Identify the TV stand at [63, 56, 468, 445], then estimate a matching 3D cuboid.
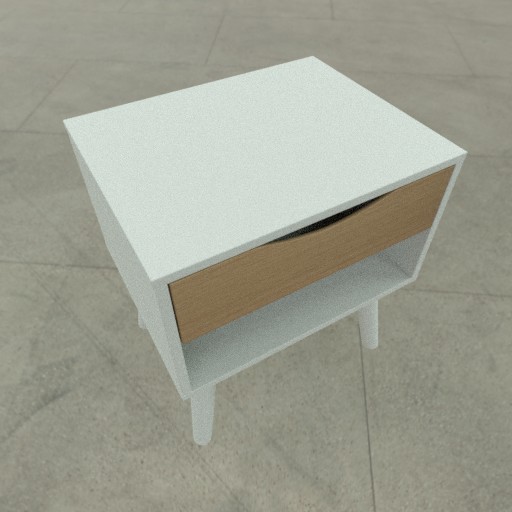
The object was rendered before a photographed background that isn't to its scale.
[{"bbox_3d":[0.000,0.000,0.907,0.508,0.559,0.405,-23,51,-20],"label":"TV stand"}]
